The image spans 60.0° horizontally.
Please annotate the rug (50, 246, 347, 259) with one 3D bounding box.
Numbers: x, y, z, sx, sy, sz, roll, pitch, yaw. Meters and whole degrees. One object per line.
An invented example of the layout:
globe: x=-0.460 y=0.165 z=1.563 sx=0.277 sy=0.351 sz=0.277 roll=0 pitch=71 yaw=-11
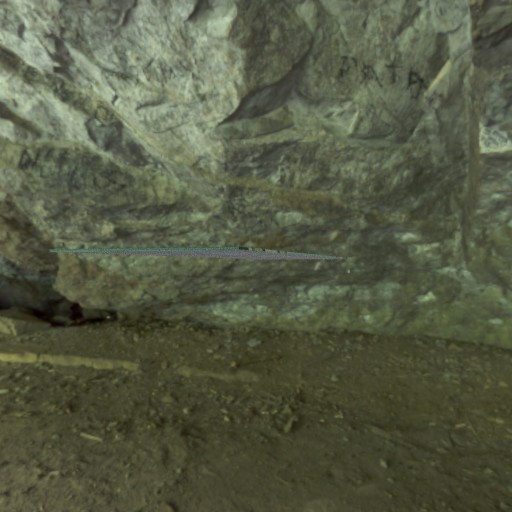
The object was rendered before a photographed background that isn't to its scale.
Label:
rug: x=0.000 y=0.000 z=2.648 sx=0.744 sy=0.010 sz=2.441 roll=0 pitch=-1 yaw=19
